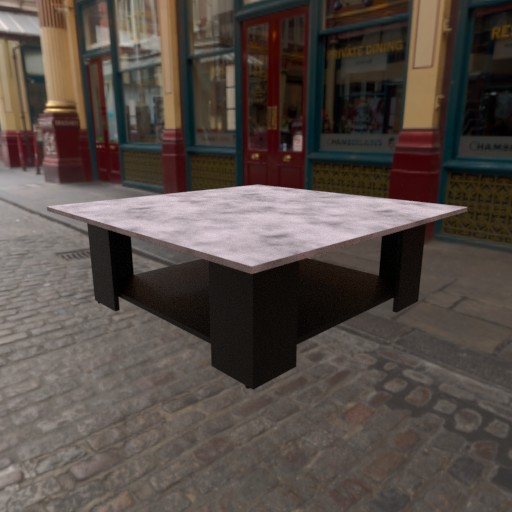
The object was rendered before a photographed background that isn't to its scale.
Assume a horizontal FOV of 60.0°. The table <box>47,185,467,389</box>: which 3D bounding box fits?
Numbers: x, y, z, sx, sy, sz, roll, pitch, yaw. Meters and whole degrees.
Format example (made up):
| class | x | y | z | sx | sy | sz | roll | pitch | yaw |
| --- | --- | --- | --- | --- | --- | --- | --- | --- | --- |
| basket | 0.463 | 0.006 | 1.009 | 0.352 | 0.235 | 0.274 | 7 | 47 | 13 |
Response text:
| class | x | y | z | sx | sy | sz | roll | pitch | yaw |
| --- | --- | --- | --- | --- | --- | --- | --- | --- | --- |
| table | 0.000 | 0.000 | 1.365 | 0.890 | 0.305 | 0.890 | -14 | 21 | -42 |
